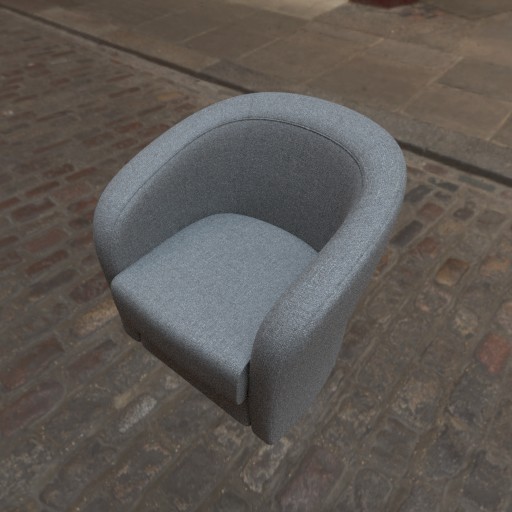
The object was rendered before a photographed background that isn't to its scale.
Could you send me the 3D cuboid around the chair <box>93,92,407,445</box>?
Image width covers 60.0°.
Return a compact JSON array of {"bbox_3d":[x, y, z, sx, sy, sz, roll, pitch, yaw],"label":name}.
[{"bbox_3d":[0.000,0.000,1.449,0.791,0.771,0.815,29,51,26],"label":"chair"}]
